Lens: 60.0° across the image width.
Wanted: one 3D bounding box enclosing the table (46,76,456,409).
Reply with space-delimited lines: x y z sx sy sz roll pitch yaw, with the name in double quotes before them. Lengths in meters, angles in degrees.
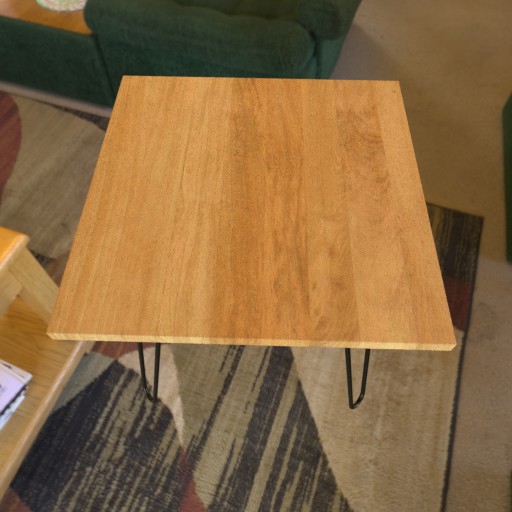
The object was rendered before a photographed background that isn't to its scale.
"table" 0.000 0.000 1.014 0.599 0.500 0.599 1 58 1
